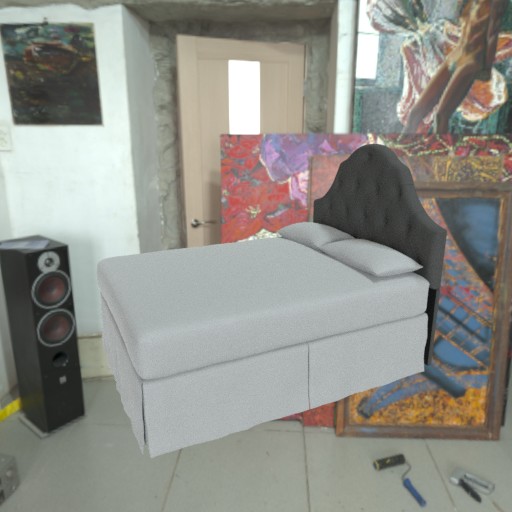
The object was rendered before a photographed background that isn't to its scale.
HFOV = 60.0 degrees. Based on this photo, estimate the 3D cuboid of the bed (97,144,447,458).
[{"bbox_3d":[0.000,0.000,3.274,2.155,1.575,1.636,-8,18,-25],"label":"bed"}]
